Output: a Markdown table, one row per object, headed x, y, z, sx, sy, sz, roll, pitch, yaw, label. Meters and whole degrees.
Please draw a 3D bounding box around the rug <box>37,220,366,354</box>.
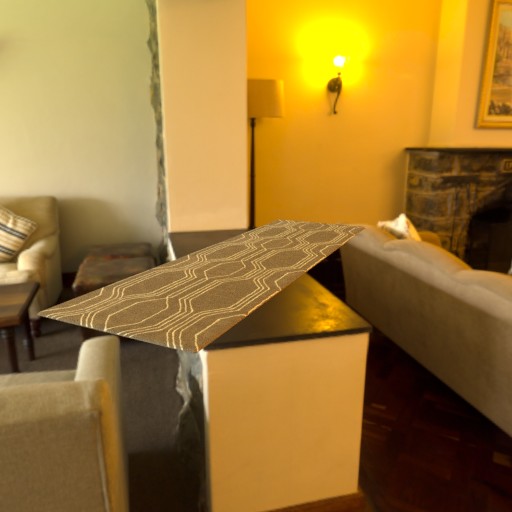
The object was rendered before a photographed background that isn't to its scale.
| x | y | z | sx | sy | sz | roll | pitch | yaw | label |
| --- | --- | --- | --- | --- | --- | --- | --- | --- | --- |
| 0.000 | 0.000 | 2.700 | 0.773 | 0.012 | 2.464 | 7 | 16 | 25 | rug |
